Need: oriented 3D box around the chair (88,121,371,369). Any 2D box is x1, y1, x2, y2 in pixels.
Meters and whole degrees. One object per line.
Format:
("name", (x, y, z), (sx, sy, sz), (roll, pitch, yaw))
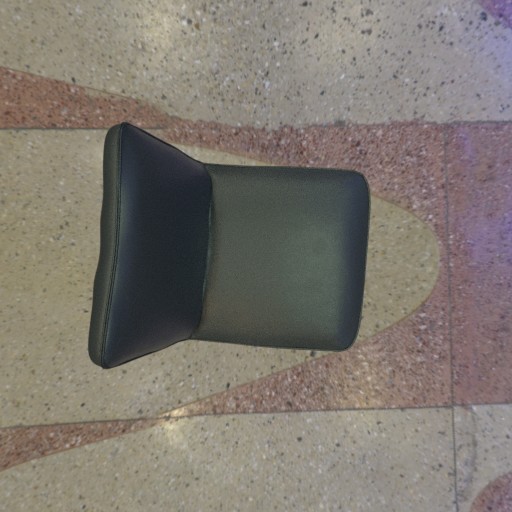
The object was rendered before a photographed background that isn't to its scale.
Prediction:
("chair", (0.000, 0.000, 1.234), (0.645, 0.801, 0.543), (0, 90, 1))
